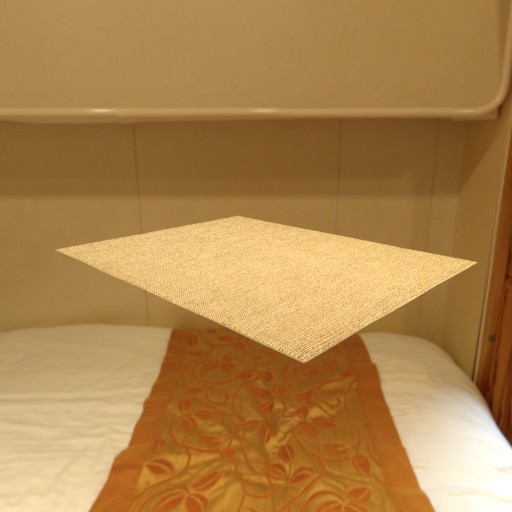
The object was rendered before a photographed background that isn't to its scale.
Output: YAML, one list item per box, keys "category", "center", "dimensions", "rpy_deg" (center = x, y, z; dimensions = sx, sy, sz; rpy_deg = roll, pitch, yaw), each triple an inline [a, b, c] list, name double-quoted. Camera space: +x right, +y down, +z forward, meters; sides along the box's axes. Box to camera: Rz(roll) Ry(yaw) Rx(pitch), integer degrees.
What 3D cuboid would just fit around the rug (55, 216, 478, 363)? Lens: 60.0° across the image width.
- category: "rug"
  center: [0.000, 0.000, 4.042]
  dimensions: [3.034, 0.012, 2.406]
  rpy_deg: [15, 22, 42]
